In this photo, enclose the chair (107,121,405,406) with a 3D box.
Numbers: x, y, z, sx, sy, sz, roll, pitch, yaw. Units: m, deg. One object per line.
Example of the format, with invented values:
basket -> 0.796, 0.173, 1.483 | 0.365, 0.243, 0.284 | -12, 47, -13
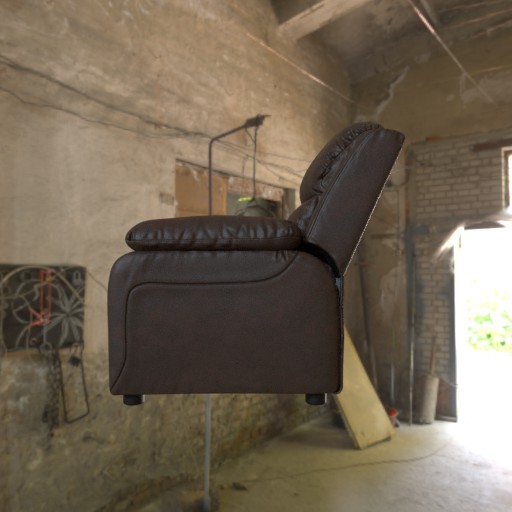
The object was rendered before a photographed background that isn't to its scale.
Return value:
chair -> 0.000, 0.000, 1.295 | 0.707, 0.702, 0.680 | 0, -2, 1
